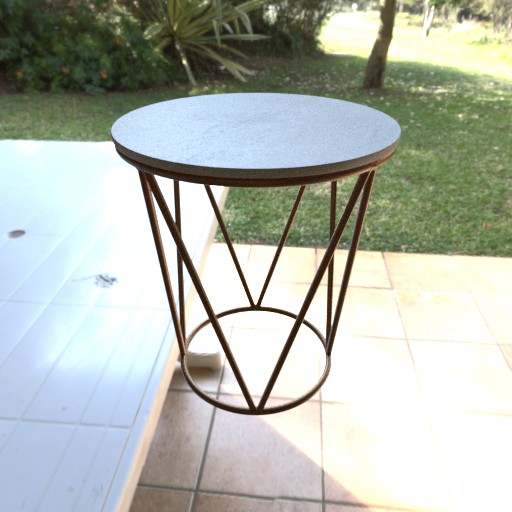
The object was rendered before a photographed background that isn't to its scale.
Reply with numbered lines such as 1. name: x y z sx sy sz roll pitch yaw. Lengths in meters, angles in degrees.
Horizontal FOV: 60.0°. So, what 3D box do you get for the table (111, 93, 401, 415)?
1. table: 0.000 0.000 0.936 0.500 0.564 0.500 0 31 0
